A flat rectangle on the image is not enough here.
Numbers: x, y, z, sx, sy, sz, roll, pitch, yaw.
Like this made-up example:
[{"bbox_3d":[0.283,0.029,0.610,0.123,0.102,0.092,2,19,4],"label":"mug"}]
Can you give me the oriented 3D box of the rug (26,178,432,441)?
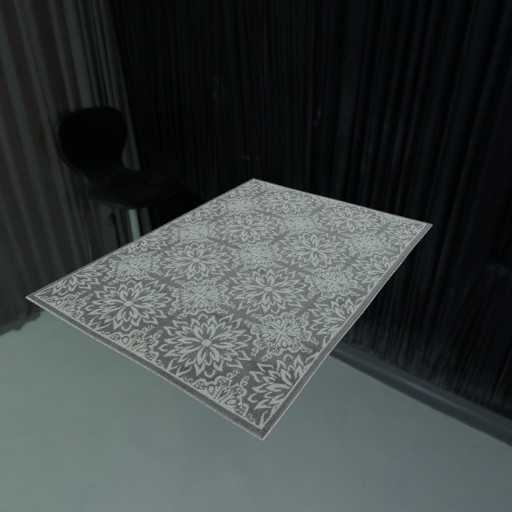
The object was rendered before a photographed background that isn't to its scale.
[{"bbox_3d":[0.000,0.000,2.865,1.608,0.014,2.213,20,36,29],"label":"rug"}]
